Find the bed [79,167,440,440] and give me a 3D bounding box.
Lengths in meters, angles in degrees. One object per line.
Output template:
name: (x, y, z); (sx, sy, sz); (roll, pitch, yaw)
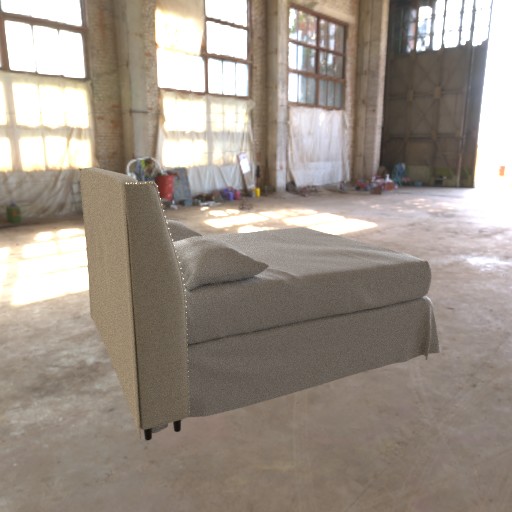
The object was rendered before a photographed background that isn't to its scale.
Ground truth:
bed: (0.000, 0.000, 3.393); (2.276, 1.332, 1.925); (-7, 15, -26)
